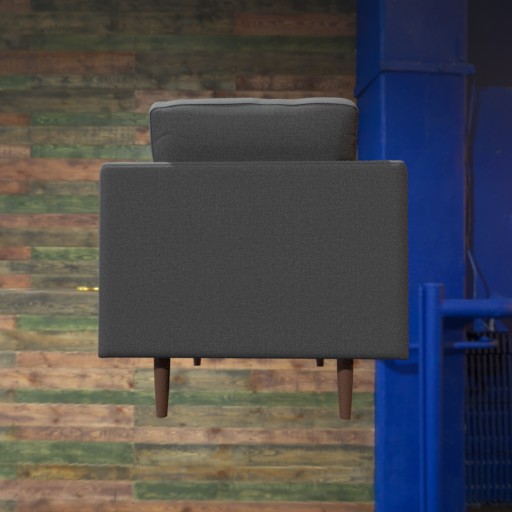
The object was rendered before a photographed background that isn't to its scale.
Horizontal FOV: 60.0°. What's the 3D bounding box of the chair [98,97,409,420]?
[{"bbox_3d":[0.000,0.000,1.581,0.854,0.927,0.800,0,-1,2],"label":"chair"}]
